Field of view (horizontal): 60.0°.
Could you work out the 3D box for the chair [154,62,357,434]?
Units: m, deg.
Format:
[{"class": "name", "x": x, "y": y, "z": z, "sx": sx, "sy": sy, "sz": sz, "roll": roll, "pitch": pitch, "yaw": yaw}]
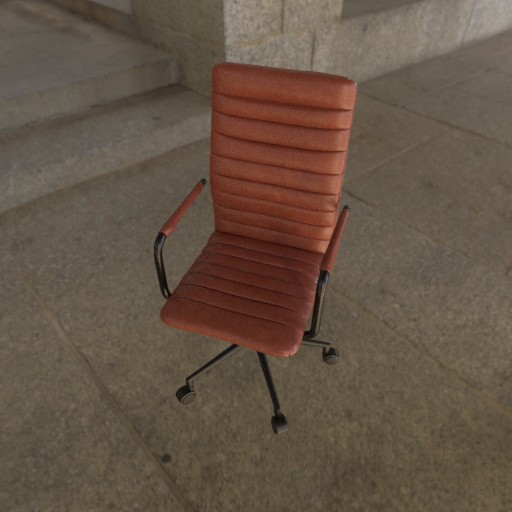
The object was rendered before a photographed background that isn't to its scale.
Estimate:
[{"class": "chair", "x": 0.000, "y": 0.000, "z": 1.352, "sx": 0.608, "sy": 0.979, "sz": 0.580, "roll": 13, "pitch": 42, "yaw": 15}]
